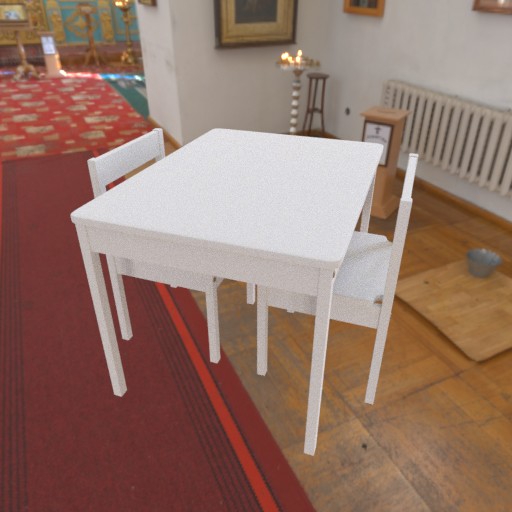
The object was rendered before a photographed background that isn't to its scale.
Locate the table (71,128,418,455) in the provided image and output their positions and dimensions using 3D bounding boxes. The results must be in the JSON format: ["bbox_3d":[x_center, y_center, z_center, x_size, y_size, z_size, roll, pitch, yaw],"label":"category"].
[{"bbox_3d":[0.000,0.000,1.098,0.672,0.503,0.650,10,32,17],"label":"table"}]
